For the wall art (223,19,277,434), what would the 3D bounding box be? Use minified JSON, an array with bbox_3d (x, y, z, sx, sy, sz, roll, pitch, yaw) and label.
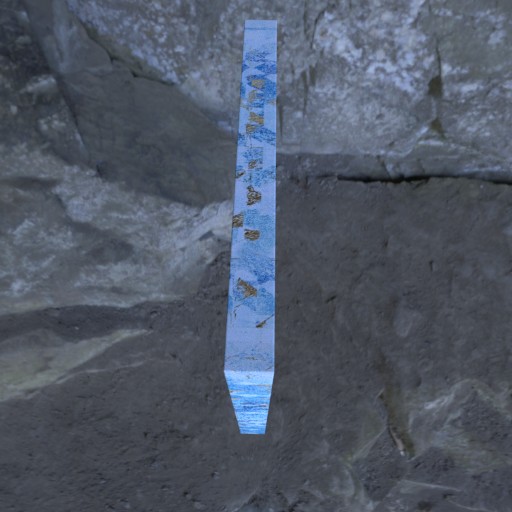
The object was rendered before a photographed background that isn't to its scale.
[{"bbox_3d":[0.000,0.000,0.598,0.037,0.405,0.405,1,62,1],"label":"wall art"}]
